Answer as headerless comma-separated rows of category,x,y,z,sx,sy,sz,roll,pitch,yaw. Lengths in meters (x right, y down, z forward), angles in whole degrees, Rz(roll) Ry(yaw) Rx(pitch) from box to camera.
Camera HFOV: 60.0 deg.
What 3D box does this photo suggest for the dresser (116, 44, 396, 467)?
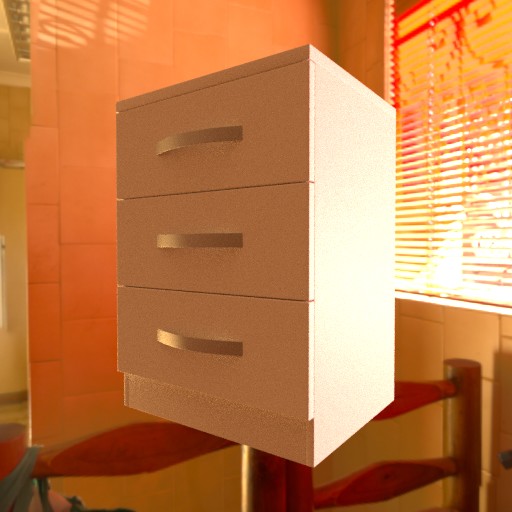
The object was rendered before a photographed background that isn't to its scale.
dresser,0.000,0.000,0.824,0.400,0.560,0.360,1,2,36
